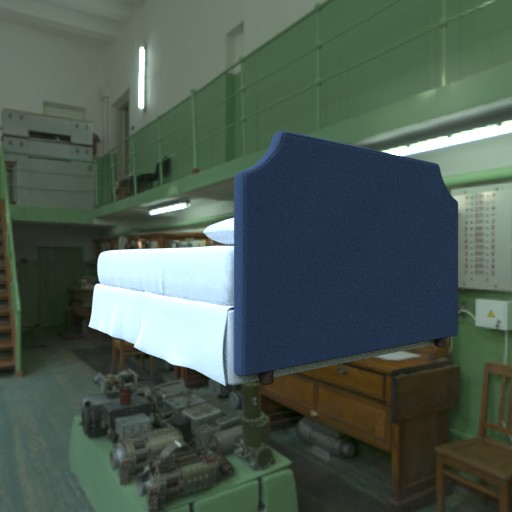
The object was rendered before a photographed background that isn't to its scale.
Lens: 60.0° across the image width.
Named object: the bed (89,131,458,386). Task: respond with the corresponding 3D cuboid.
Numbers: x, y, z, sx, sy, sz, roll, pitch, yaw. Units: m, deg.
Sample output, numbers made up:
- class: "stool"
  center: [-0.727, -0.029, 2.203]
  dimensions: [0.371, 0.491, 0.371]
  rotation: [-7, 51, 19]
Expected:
- class: "bed"
  center: [0.000, 0.000, 4.188]
  dimensions: [2.350, 1.488, 2.773]
  rotation: [0, 0, -36]
